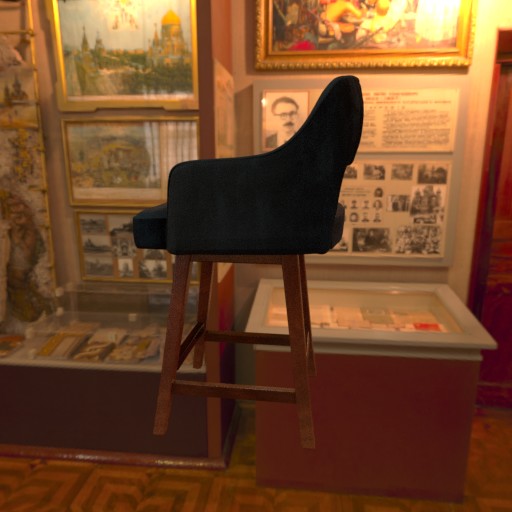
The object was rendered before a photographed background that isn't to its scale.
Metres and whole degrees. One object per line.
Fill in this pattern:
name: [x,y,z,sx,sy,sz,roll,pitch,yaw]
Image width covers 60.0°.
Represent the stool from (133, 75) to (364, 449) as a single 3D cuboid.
stool: [0.000,0.000,1.286,0.560,0.940,0.550,2,13,8]
